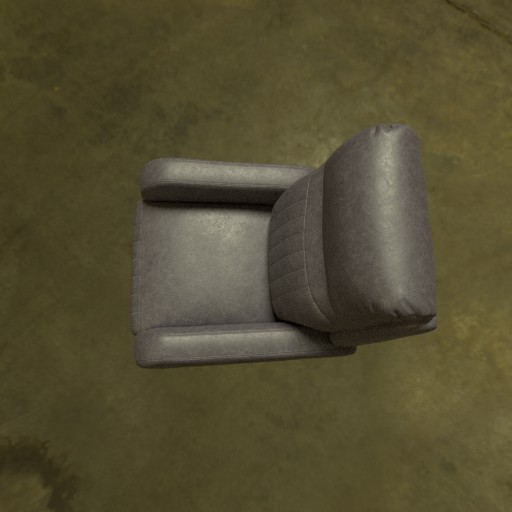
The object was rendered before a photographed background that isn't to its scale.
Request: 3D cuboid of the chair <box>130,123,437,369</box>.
[{"bbox_3d":[0.000,0.000,1.788,1.067,1.067,0.865,-1,76,0],"label":"chair"}]
